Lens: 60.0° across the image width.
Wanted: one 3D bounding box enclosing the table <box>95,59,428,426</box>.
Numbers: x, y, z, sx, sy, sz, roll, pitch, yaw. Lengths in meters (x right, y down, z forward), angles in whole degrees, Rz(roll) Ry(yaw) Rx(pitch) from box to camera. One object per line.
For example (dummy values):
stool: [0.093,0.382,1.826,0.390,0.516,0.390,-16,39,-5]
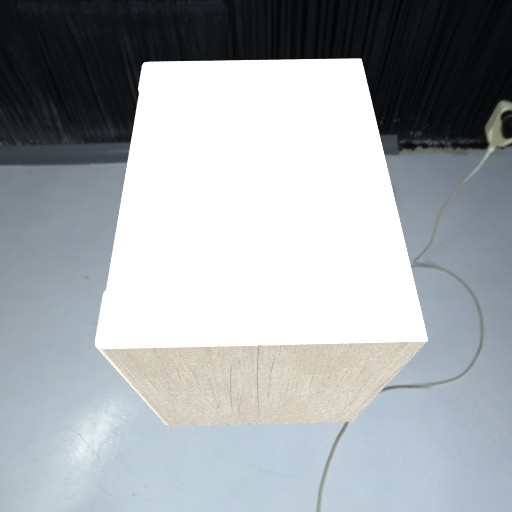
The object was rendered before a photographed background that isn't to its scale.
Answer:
table: [0.000,0.000,0.920,0.420,0.510,0.570,-1,59,-1]
